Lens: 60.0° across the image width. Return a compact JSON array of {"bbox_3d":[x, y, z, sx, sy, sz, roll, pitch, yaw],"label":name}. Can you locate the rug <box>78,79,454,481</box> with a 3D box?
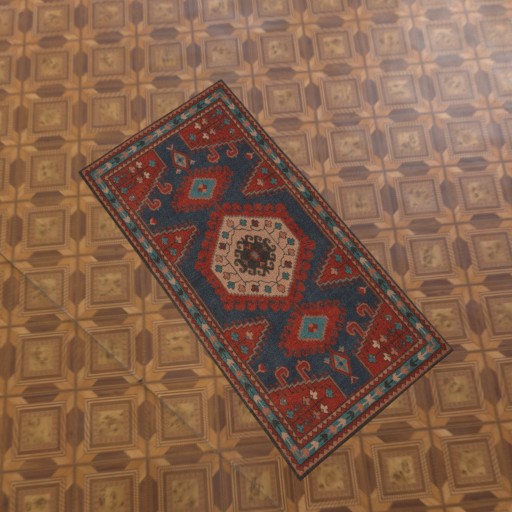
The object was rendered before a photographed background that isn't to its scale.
[{"bbox_3d":[0.000,0.000,3.590,1.522,0.034,3.032,-36,78,-9],"label":"rug"}]
